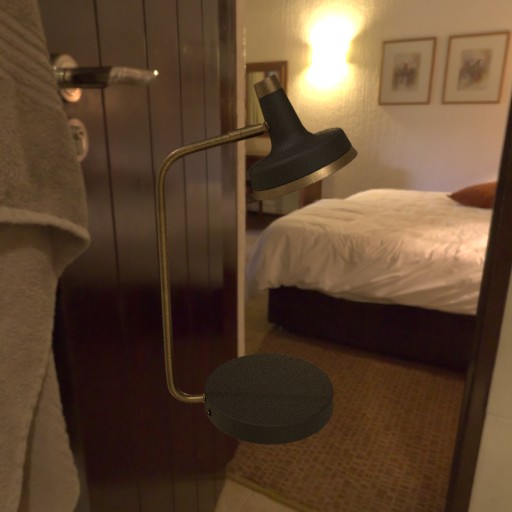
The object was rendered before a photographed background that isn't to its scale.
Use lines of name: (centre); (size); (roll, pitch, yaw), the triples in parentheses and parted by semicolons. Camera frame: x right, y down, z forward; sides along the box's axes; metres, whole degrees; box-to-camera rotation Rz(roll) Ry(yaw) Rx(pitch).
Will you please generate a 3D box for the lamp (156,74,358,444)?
lamp: (0.000, 0.000, 0.504); (0.218, 0.385, 0.162); (-2, 17, -8)
